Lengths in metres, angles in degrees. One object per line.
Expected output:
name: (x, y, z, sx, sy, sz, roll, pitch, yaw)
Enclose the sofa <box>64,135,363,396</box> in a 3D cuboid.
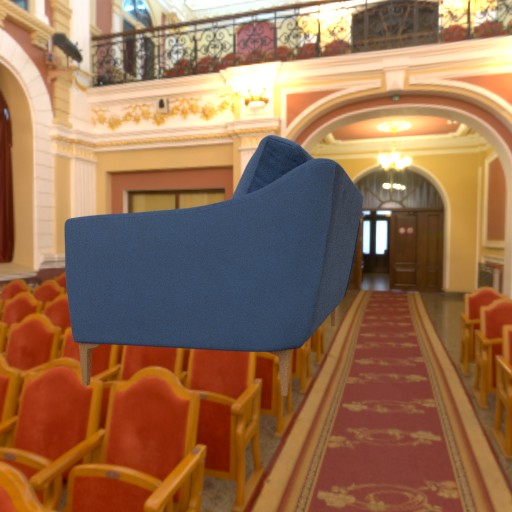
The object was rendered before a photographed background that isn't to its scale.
sofa: (0.000, 0.000, 2.197, 0.960, 0.902, 1.619, 1, 2, 17)
